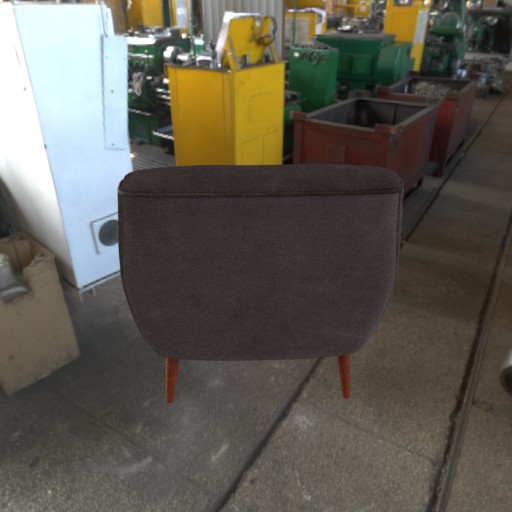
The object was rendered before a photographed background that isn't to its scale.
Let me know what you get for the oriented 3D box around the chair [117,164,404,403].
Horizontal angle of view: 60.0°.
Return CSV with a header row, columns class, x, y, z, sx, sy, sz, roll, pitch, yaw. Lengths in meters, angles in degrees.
class,x,y,z,sx,sy,sz,roll,pitch,yaw
chair,0.000,0.000,1.469,0.762,0.838,0.787,-1,31,-2
